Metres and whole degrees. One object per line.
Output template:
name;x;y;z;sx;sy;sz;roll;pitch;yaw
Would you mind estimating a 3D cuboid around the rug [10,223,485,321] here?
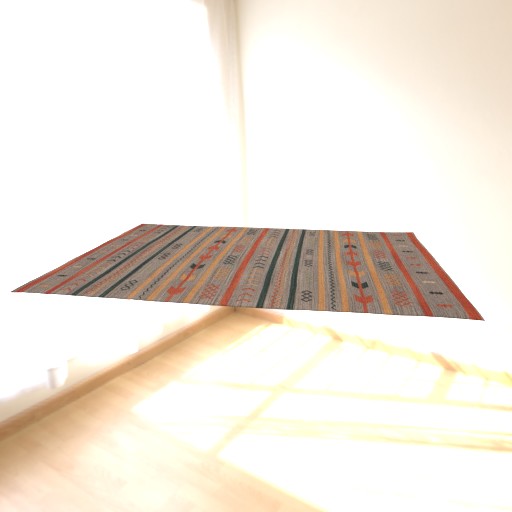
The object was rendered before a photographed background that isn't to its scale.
rug;0.000;0.000;3.836;3.029;0.022;2.263;2;16;8
